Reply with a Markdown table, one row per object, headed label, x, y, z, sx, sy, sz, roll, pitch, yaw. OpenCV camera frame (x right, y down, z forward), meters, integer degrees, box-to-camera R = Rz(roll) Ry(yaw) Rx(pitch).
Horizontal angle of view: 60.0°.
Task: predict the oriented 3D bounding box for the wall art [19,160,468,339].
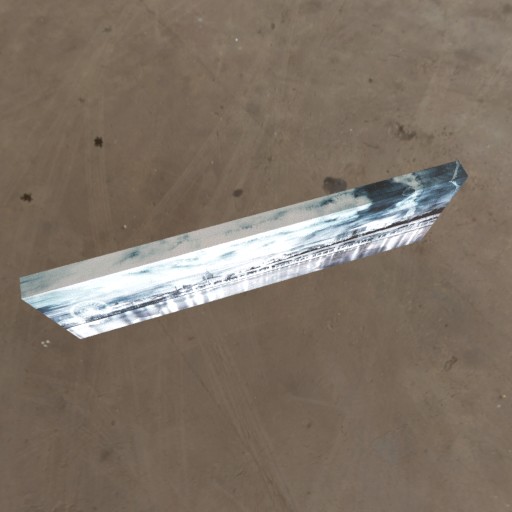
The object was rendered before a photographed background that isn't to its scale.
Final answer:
| label | x | y | z | sx | sy | sz | roll | pitch | yaw |
| --- | --- | --- | --- | --- | --- | --- | --- | --- | --- |
| wall art | 0.000 | 0.000 | 0.842 | 0.759 | 0.251 | 0.037 | -16 | 66 | -7 |
